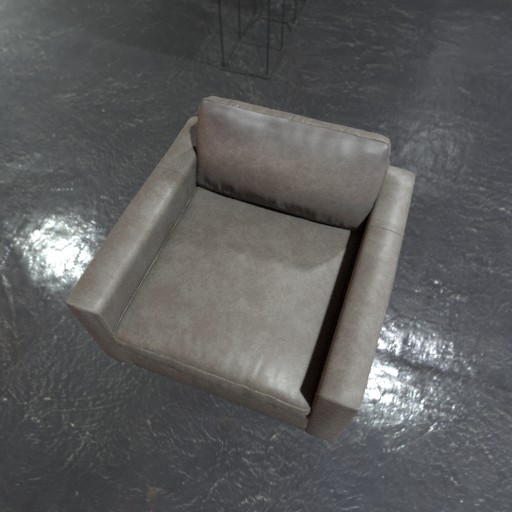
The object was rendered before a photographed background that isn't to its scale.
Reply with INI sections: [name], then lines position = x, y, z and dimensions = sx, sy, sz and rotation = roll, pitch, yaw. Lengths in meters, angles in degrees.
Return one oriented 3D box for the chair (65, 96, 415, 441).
[chair]
position = 0.000, 0.000, 1.845
dimensions = 1.106, 0.807, 1.080
rotation = 17, 59, 11
